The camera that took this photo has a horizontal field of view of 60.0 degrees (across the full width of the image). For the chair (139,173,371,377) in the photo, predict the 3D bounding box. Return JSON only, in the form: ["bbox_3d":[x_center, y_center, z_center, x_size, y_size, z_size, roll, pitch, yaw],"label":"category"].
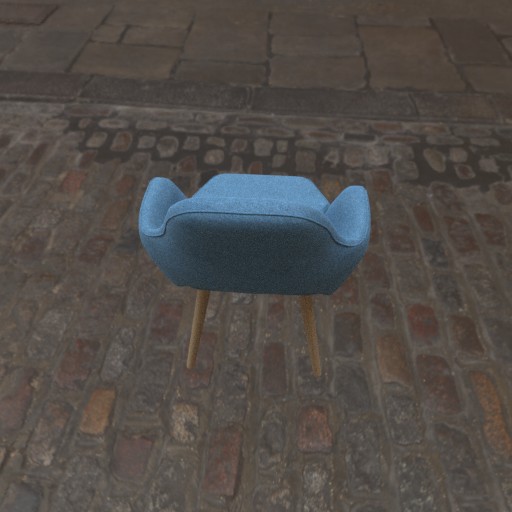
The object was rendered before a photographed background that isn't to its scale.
[{"bbox_3d":[0.000,0.000,1.328,0.589,0.920,0.666,3,47,3],"label":"chair"}]
